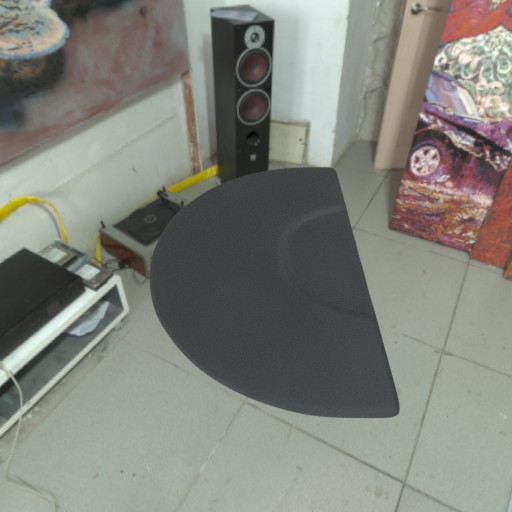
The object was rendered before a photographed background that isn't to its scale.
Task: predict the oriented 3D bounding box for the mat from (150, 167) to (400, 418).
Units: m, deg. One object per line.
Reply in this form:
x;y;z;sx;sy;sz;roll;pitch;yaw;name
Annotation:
0.000;0.000;1.954;0.917;0.016;1.525;0;42;0;mat
